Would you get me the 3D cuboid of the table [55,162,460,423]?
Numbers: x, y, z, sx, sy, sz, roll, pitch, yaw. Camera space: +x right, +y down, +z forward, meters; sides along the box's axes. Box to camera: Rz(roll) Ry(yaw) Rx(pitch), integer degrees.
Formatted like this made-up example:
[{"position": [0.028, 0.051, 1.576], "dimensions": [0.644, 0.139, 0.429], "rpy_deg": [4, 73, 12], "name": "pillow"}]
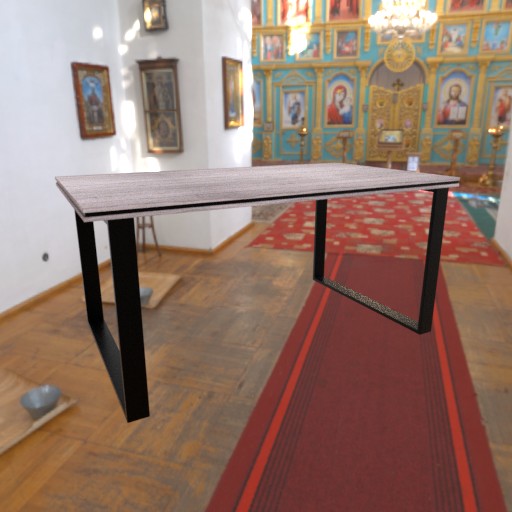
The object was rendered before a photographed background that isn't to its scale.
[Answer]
[{"position": [0.000, 0.000, 2.083], "dimensions": [1.579, 0.736, 0.881], "rpy_deg": [-9, 19, -27], "name": "table"}]
